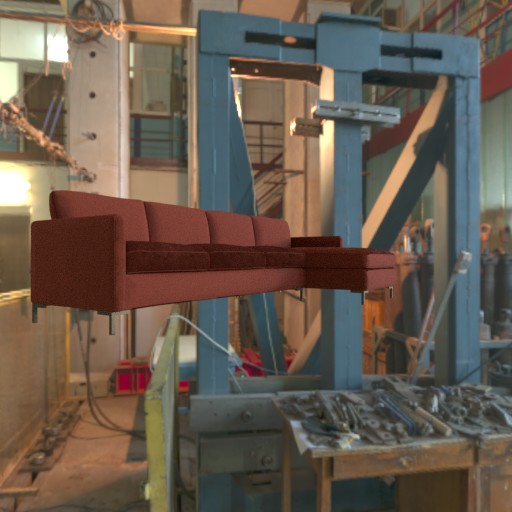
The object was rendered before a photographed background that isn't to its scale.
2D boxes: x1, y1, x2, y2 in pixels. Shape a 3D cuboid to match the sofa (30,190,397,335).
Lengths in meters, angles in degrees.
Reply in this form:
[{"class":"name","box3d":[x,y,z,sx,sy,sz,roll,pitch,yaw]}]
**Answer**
[{"class":"sofa","box3d":[0.000,0.000,3.477,1.350,0.810,2.932,0,0,34]}]
